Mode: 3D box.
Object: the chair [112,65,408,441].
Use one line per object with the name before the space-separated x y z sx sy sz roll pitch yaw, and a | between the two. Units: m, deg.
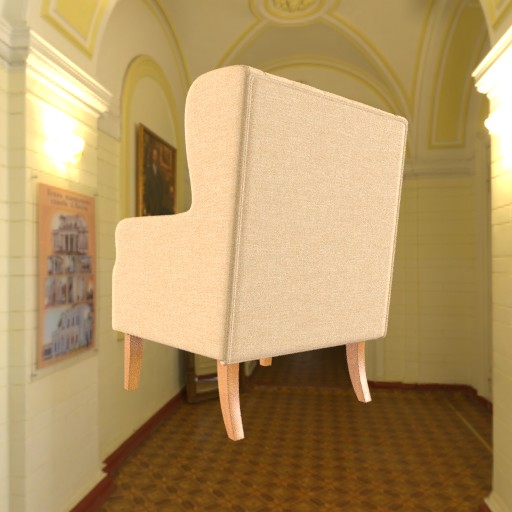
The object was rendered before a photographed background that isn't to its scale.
chair | 0.000 0.000 1.482 0.710 0.930 0.760 1 -1 -37
